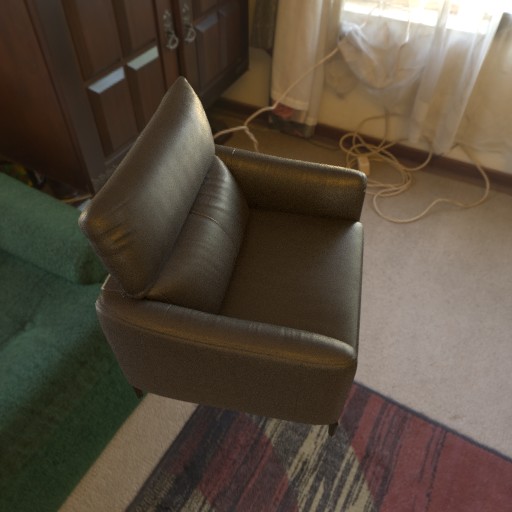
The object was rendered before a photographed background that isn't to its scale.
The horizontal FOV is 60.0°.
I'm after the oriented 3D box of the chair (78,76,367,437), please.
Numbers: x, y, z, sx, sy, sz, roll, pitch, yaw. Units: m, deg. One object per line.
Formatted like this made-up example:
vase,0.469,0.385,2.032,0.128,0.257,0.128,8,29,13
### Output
chair,0.000,0.000,1.643,0.809,0.949,0.976,8,48,8
